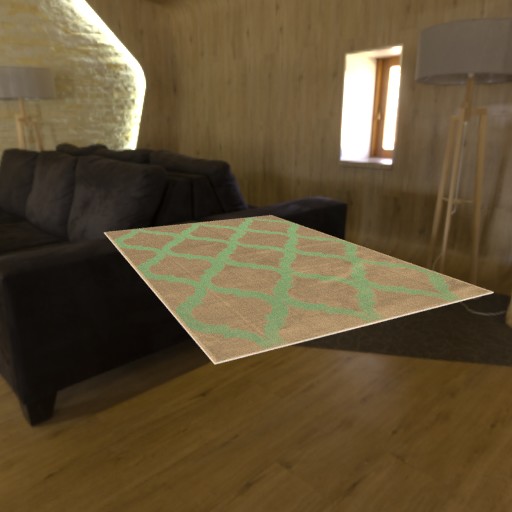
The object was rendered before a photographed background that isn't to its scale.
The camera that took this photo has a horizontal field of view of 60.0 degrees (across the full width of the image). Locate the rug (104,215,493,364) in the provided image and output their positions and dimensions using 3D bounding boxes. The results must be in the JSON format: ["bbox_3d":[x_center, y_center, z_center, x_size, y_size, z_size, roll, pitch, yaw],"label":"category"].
[{"bbox_3d":[0.000,0.000,2.880,1.524,0.006,2.286,-8,18,-26],"label":"rug"}]
